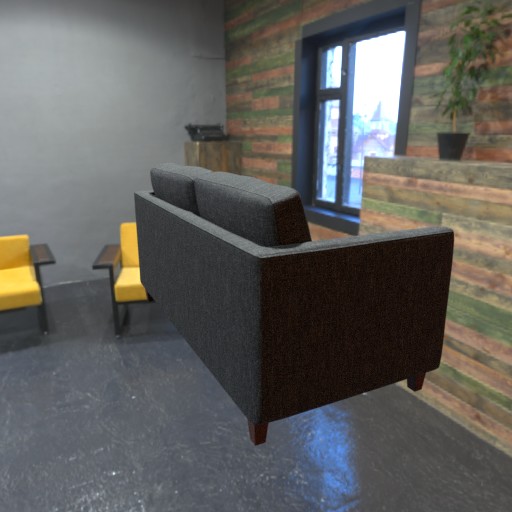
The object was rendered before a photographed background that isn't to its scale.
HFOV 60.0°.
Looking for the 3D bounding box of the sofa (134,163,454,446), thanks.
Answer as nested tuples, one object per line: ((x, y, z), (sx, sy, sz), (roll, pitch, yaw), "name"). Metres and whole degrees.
((0.000, 0.000, 2.468), (0.950, 0.963, 1.884), (-8, 17, -26), "sofa")
